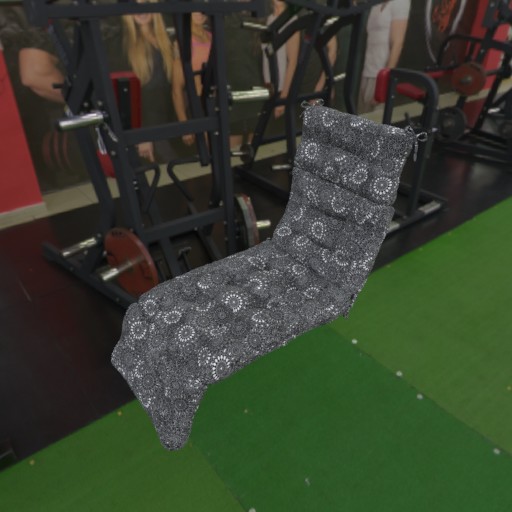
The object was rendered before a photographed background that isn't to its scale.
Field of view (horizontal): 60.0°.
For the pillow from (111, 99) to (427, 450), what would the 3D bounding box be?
[{"bbox_3d":[0.000,0.000,1.546,1.016,0.863,0.526,-21,38,-30],"label":"pillow"}]
